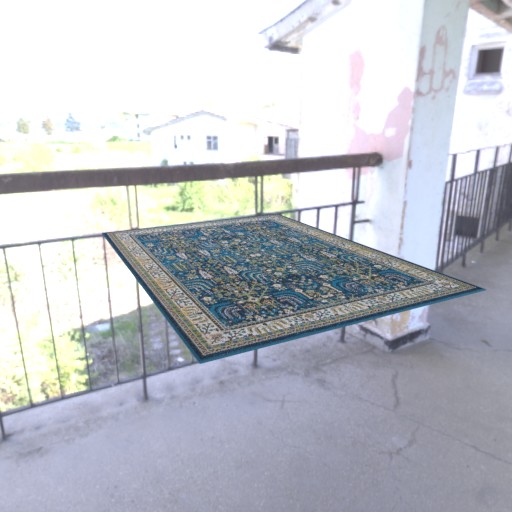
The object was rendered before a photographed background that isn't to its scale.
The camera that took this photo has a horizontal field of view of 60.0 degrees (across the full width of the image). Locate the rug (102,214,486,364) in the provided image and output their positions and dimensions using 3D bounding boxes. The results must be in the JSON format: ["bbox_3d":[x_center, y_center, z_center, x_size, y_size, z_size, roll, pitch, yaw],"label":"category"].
[{"bbox_3d":[0.000,0.000,4.046,2.226,0.015,3.044,-9,19,-26],"label":"rug"}]
